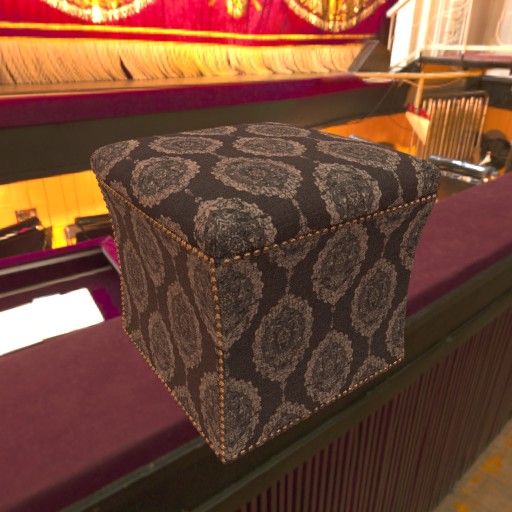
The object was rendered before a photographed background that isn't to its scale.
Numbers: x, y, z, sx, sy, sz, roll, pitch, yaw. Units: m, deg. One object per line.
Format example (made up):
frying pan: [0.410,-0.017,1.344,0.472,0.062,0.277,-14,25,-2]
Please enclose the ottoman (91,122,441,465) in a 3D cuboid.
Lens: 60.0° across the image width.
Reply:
ottoman: [0.000,0.000,0.928,0.497,0.475,0.507,-18,31,-31]
